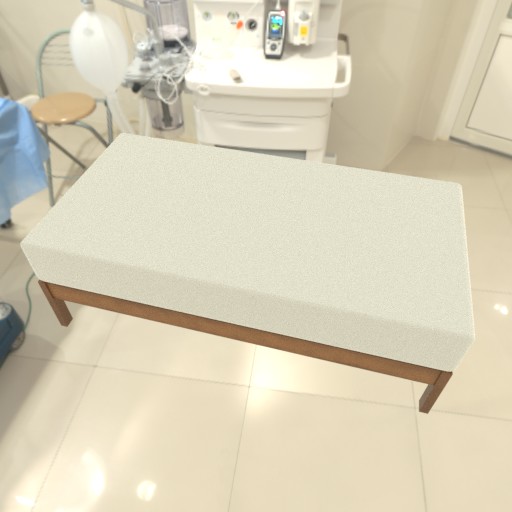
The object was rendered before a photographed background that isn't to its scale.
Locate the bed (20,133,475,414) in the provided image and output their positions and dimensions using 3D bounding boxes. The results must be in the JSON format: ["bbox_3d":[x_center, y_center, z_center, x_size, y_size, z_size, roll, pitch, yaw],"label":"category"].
[{"bbox_3d":[0.000,0.000,2.298,1.902,0.616,0.961,11,47,10],"label":"bed"}]
